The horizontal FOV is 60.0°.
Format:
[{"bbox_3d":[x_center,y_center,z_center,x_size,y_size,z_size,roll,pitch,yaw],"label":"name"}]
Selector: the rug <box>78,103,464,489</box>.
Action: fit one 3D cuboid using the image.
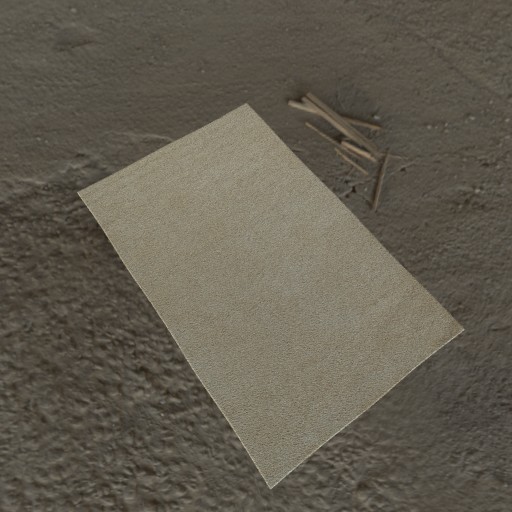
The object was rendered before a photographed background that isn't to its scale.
[{"bbox_3d":[0.000,0.000,2.986,1.500,0.025,2.346,-33,68,-15],"label":"rug"}]
